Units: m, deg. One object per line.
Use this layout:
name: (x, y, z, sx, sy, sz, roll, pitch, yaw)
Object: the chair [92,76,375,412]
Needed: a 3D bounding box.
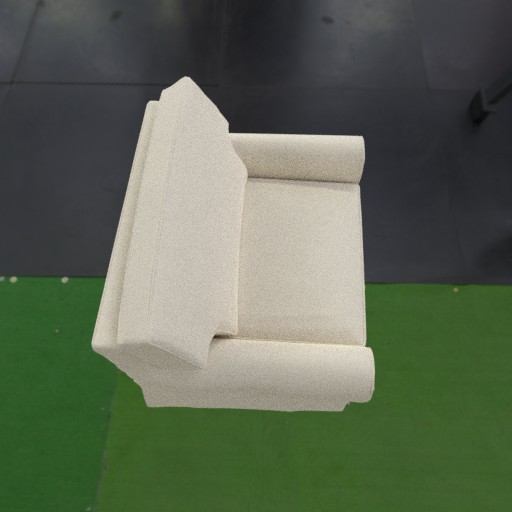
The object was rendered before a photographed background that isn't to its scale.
chair: (0.000, 0.000, 1.764, 0.904, 0.958, 1.099, 4, 65, 2)
